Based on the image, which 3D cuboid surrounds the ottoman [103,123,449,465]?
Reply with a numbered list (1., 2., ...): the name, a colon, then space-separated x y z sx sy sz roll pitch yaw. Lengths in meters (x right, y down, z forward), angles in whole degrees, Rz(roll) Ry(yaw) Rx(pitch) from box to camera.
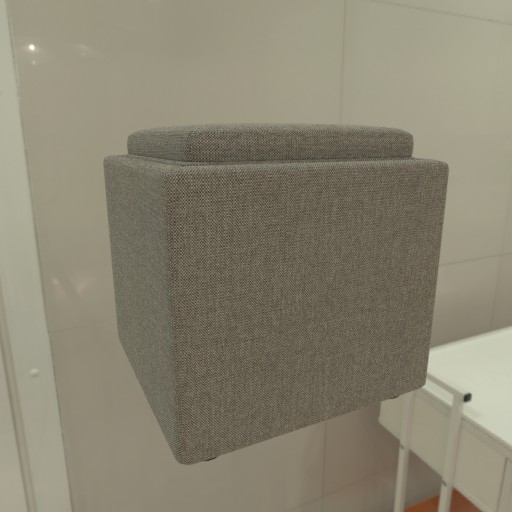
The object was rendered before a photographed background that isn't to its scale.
1. ottoman: 0.000 0.000 0.811 0.450 0.460 0.450 -7 17 -26
